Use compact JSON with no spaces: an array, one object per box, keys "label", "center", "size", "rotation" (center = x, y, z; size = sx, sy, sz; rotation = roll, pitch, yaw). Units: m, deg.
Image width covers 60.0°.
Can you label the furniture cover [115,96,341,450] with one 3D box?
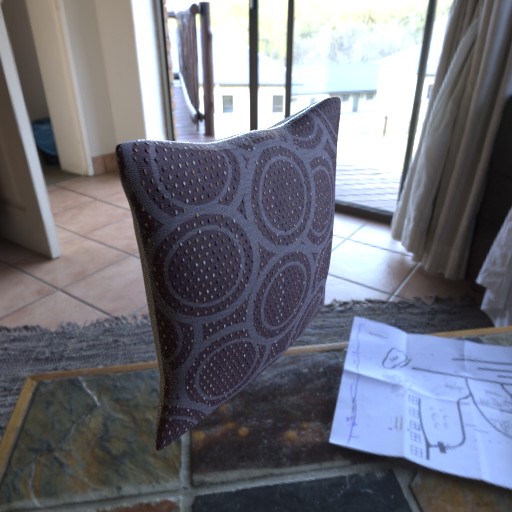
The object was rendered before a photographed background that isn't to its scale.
[{"label":"furniture cover","center":[0.000,0.000,0.819],"size":[0.193,0.509,0.552],"rotation":[19,32,32]}]
